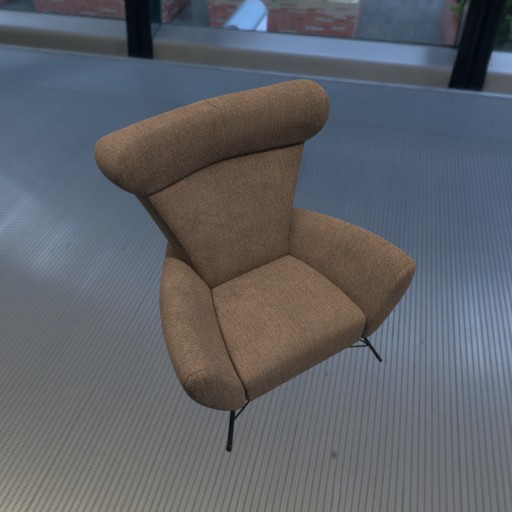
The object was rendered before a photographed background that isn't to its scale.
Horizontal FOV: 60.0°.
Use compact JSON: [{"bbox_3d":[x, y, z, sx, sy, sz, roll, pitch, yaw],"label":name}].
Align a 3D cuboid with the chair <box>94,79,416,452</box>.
[{"bbox_3d":[0.000,0.000,1.787,0.980,1.040,0.900,-23,51,-20],"label":"chair"}]
